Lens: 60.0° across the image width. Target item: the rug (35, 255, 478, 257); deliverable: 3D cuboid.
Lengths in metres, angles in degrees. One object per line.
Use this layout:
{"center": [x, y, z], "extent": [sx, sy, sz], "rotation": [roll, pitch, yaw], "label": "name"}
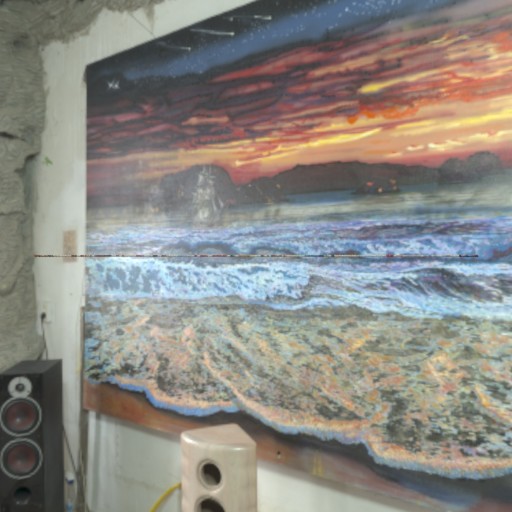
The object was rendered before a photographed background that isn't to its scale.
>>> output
{"center": [0.000, 0.000, 3.037], "extent": [2.682, 0.015, 0.763], "rotation": [0, 0, 1], "label": "rug"}
